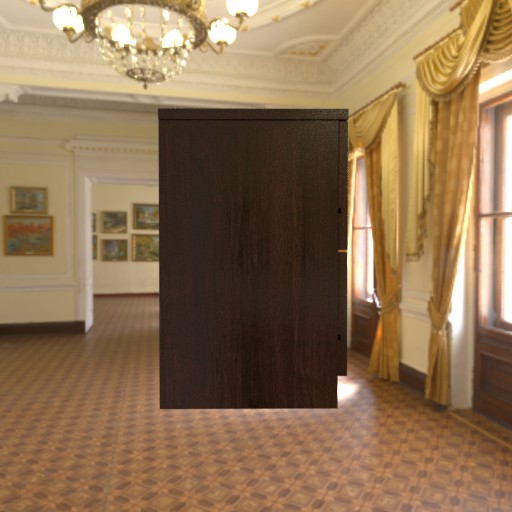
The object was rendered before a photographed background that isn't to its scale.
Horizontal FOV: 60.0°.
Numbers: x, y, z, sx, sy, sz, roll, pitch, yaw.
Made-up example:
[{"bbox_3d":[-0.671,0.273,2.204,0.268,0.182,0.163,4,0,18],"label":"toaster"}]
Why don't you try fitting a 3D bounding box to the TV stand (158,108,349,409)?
[{"bbox_3d":[0.000,0.000,1.490,0.404,0.614,1.192,0,1,-1],"label":"TV stand"}]
